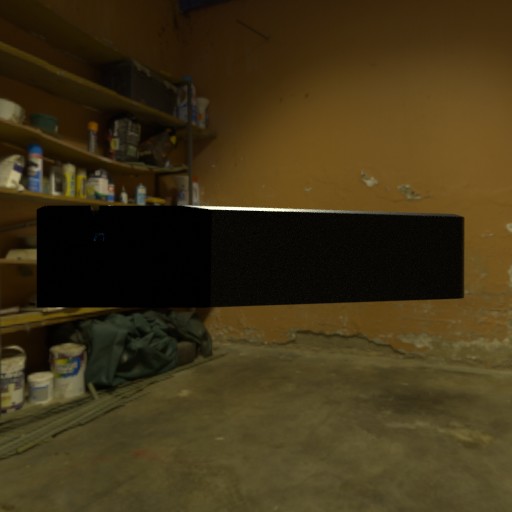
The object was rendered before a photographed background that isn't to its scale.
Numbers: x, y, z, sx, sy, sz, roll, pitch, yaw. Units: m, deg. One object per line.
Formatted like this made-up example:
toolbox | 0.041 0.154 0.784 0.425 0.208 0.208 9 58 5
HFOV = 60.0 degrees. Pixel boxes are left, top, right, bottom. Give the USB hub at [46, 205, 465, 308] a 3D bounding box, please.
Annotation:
USB hub | 0.000 0.000 0.126 0.110 0.023 0.044 0 0 -17
